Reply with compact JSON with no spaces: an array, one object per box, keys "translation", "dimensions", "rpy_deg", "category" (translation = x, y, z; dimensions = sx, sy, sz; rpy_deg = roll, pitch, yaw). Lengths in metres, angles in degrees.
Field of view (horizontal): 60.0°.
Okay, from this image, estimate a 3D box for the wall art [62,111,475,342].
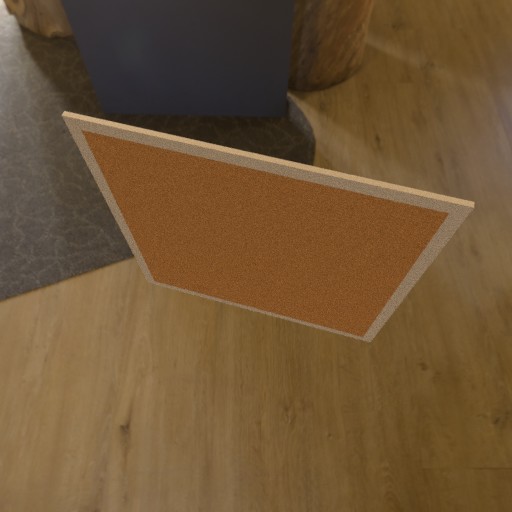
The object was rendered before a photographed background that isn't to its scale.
[{"translation":[0.000,0.000,0.827],"dimensions":[0.558,0.559,0.009],"rpy_deg":[14,63,7],"category":"wall art"}]
